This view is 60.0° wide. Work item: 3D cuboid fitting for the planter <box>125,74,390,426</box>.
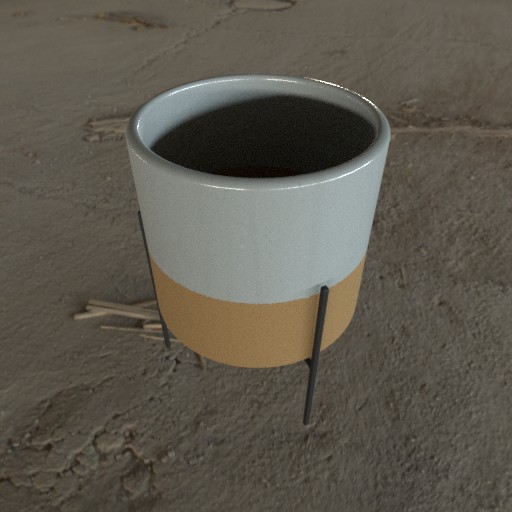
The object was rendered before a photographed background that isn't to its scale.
[{"bbox_3d":[0.000,0.000,0.654,0.310,0.432,0.310,11,42,13],"label":"planter"}]
